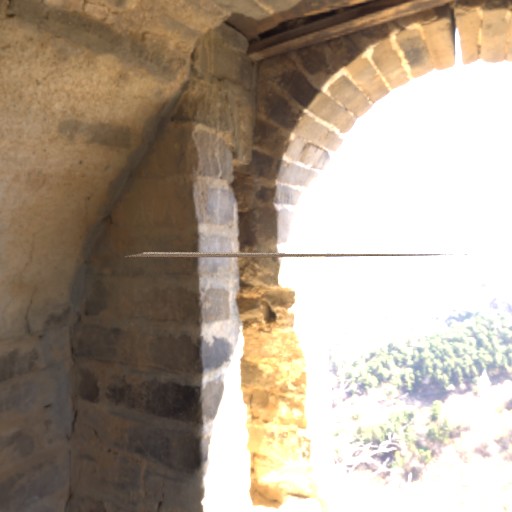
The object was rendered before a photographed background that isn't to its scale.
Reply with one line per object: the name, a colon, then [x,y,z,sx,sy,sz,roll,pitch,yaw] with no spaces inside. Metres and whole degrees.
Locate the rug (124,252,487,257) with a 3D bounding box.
rug: [0.000,0.000,2.938,1.611,0.008,2.227,0,0,-18]
